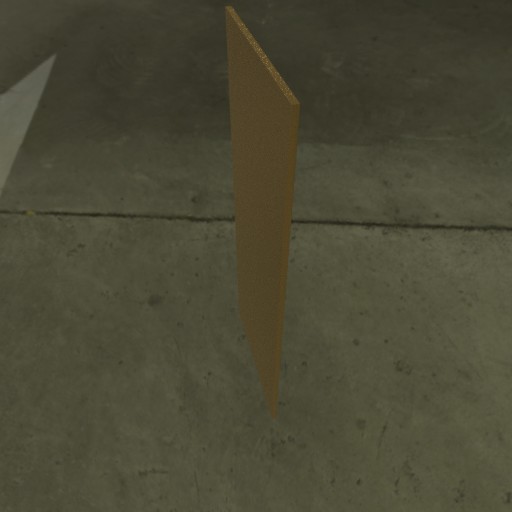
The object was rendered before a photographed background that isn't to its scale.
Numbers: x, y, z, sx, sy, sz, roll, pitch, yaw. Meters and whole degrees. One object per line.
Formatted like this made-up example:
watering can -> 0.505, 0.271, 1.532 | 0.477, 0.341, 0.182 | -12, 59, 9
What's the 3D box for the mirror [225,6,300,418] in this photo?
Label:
mirror -> 0.000, 0.000, 2.213 | 0.025, 2.031, 0.812 | -11, 48, -11
